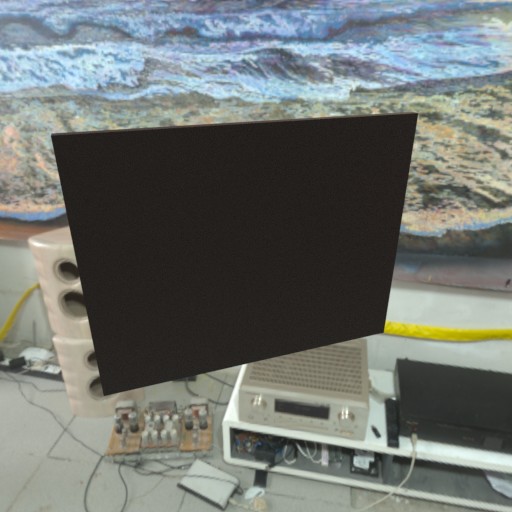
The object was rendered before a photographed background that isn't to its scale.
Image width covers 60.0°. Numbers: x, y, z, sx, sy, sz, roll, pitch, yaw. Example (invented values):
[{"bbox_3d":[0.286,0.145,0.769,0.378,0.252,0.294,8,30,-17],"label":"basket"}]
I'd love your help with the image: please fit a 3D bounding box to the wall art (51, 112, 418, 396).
[{"bbox_3d":[0.000,0.000,1.623,1.207,0.952,0.034,-9,28,-17],"label":"wall art"}]
